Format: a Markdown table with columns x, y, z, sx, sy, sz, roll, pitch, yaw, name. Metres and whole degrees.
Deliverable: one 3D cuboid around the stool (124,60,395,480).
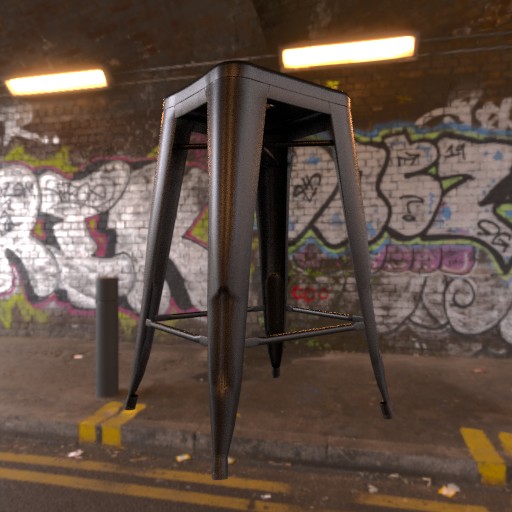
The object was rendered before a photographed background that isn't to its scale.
| x | y | z | sx | sy | sz | roll | pitch | yaw | name |
| --- | --- | --- | --- | --- | --- | --- | --- | --- | --- |
| 0.000 | 0.000 | 0.853 | 0.399 | 0.609 | 0.359 | 0 | 1 | -37 | stool |
